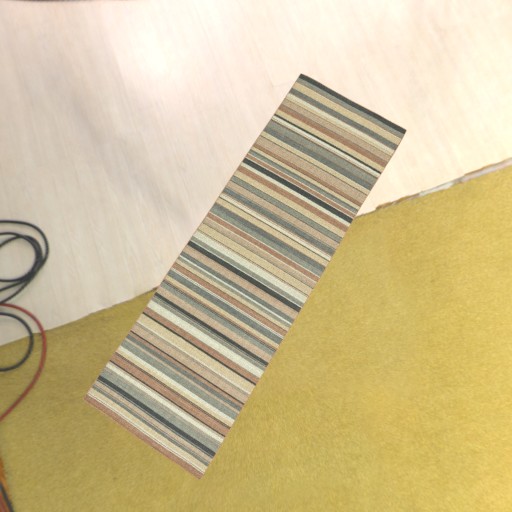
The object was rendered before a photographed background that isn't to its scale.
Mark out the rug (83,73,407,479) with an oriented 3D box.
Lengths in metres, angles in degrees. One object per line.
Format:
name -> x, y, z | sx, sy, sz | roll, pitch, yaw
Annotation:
rug -> 0.000, 0.000, 2.677 | 0.799, 0.010, 2.444 | 31, 79, 6
